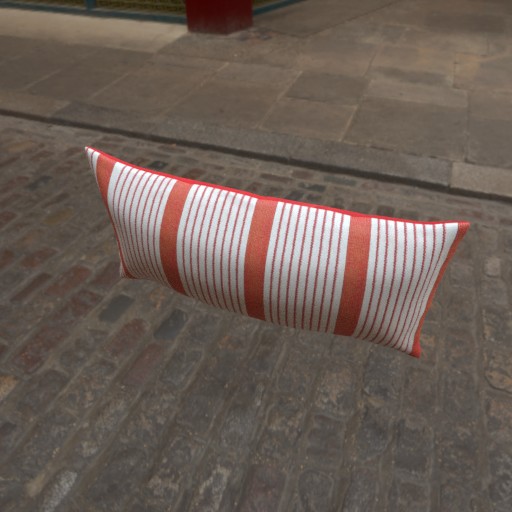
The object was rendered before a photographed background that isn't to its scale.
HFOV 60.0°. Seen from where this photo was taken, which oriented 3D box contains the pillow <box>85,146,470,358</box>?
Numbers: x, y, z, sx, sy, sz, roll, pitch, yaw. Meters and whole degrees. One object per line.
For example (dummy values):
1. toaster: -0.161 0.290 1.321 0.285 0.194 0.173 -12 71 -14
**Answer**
1. pillow: 0.000 0.000 0.755 0.608 0.297 0.151 13 43 15
